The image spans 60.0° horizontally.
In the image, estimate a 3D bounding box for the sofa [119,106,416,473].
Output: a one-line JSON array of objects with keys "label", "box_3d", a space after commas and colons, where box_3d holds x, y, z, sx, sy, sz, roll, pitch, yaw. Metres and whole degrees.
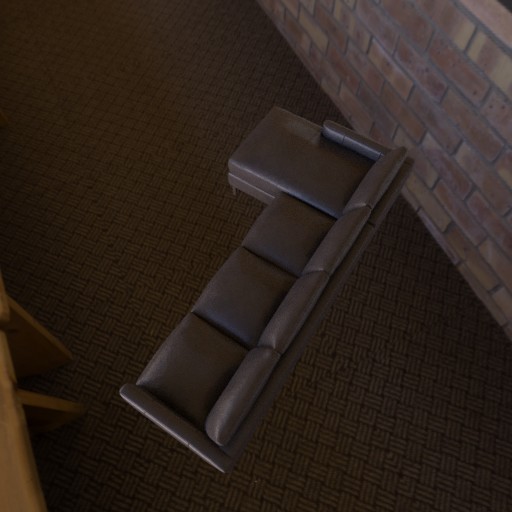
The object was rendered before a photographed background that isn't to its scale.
[{"label": "sofa", "box_3d": [0.000, 0.000, 3.726, 1.471, 0.859, 2.993, 30, 67, 14]}]
